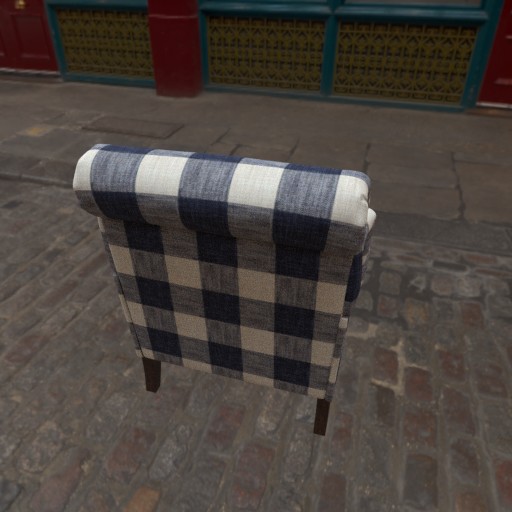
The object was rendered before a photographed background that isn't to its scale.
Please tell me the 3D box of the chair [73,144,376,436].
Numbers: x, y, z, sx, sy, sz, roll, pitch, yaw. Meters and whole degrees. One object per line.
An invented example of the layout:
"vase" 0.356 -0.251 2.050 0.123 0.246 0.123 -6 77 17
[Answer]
"chair" 0.000 0.000 1.590 0.781 0.953 0.848 9 34 14
